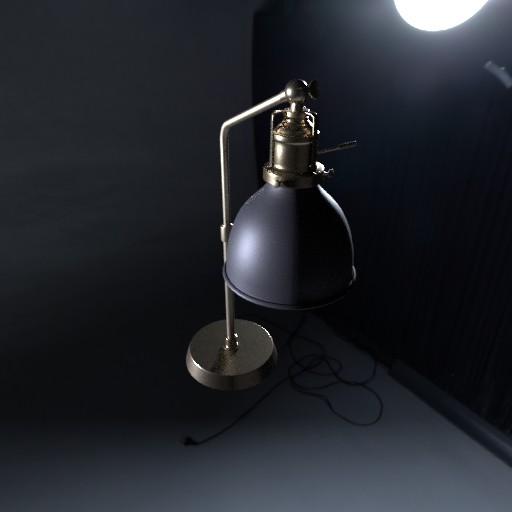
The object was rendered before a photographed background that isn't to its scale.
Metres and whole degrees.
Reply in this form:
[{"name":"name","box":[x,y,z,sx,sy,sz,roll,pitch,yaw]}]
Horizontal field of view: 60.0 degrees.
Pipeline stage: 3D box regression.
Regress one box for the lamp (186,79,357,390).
[{"name":"lamp","box":[0.000,0.000,0.588,0.160,0.456,0.291,-21,36,-31]}]
